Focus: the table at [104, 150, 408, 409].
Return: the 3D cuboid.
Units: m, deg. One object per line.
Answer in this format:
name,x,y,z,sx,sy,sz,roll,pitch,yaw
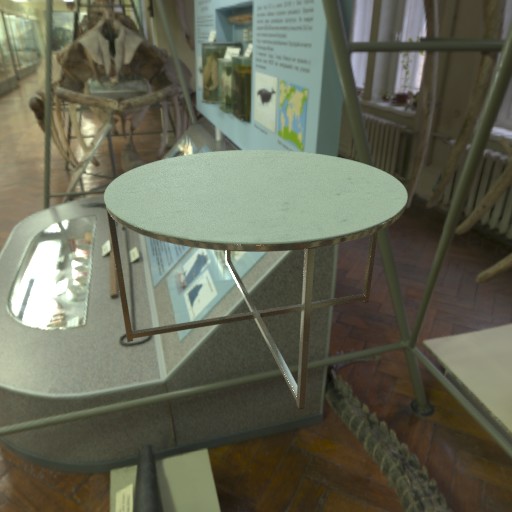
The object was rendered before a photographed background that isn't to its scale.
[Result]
table,0.000,0.000,1.319,0.800,0.450,0.800,0,26,0
